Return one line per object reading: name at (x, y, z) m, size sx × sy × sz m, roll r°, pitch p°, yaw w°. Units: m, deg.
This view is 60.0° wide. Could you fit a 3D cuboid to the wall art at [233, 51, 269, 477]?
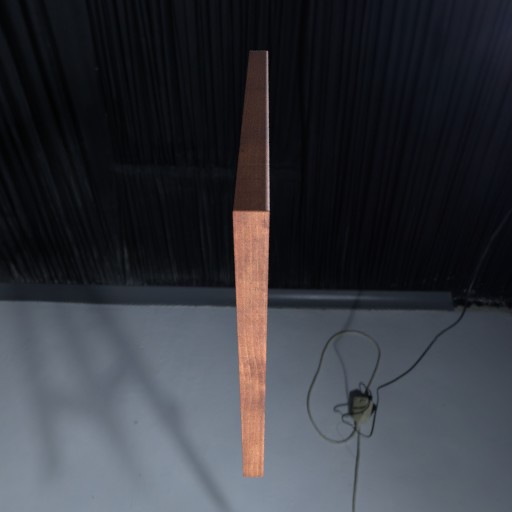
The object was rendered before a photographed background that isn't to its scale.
wall art at (0.000, 0.000, 0.827) m, size 0.037 × 0.572 × 0.554 m, roll 1°, pitch 40°, yaw 1°
